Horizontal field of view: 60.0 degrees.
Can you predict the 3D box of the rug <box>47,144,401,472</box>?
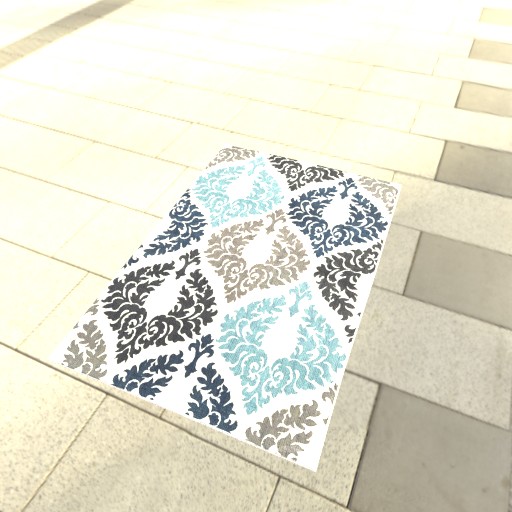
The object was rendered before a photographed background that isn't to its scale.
[{"bbox_3d":[0.000,0.000,2.913,1.514,0.014,2.275,17,49,15],"label":"rug"}]
